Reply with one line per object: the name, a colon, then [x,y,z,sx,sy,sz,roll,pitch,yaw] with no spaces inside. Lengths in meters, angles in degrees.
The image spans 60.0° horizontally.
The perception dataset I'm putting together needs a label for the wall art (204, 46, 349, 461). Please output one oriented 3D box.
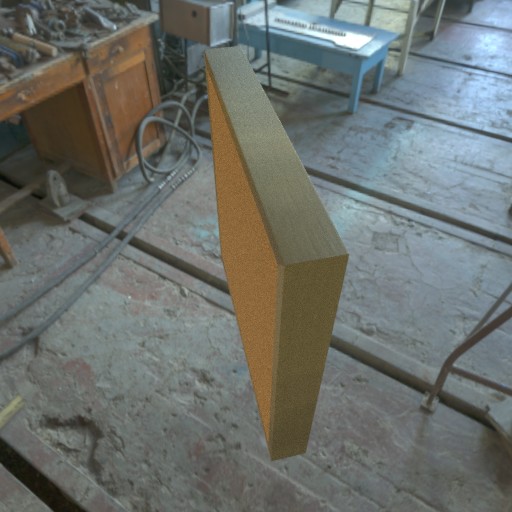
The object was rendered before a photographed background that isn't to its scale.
wall art: [0.000,0.000,0.460,0.038,0.305,0.304,-10,47,-9]
